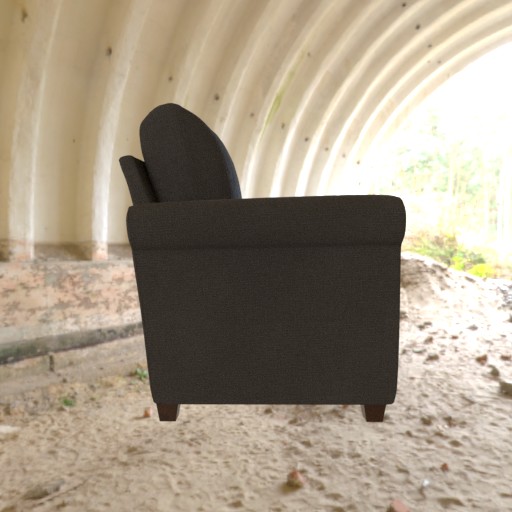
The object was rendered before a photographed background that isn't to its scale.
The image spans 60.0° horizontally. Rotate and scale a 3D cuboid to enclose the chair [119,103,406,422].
[{"bbox_3d":[0.000,0.000,1.625,0.828,0.942,0.867,0,0,0],"label":"chair"}]
